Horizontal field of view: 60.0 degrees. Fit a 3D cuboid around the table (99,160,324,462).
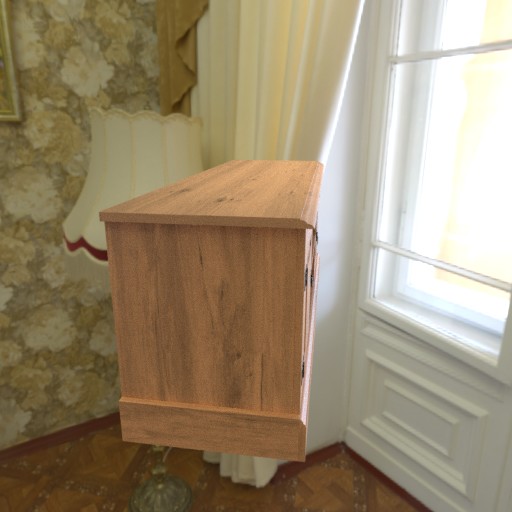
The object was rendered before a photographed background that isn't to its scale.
[{"bbox_3d":[0.000,0.000,1.436,0.400,0.510,1.200,3,17,9],"label":"table"}]
